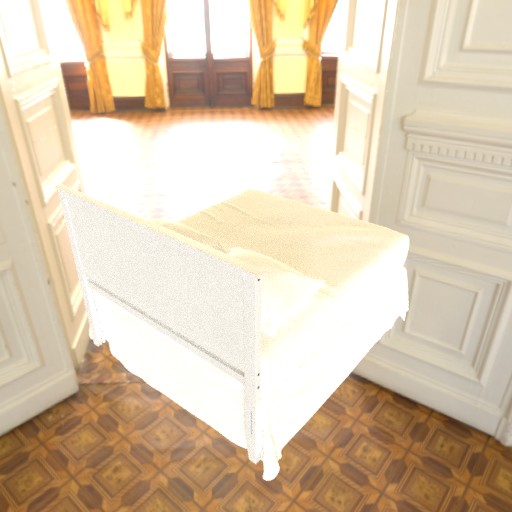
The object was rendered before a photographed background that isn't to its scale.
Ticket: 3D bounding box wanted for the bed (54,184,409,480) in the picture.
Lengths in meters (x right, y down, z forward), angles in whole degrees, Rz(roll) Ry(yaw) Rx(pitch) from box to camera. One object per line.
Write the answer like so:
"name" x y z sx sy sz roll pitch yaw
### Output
"bed" 0.000 0.000 3.278 1.876 1.269 2.047 22 37 33
